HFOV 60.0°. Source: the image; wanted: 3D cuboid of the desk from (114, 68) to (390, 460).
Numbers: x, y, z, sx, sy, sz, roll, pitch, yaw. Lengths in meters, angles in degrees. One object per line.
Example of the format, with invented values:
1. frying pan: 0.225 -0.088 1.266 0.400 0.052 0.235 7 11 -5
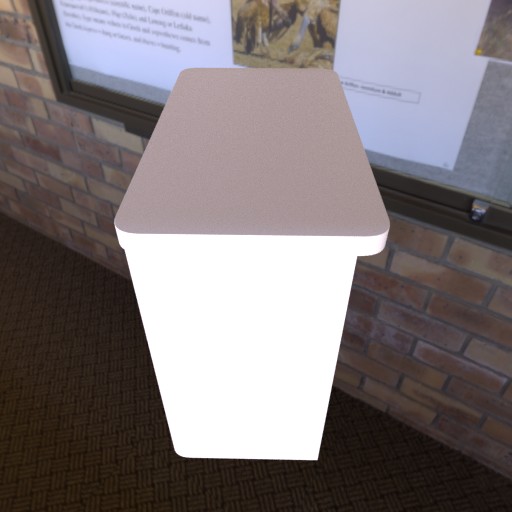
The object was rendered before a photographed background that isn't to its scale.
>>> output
1. desk: 0.000 0.000 1.234 0.446 0.760 0.790 1 41 1
